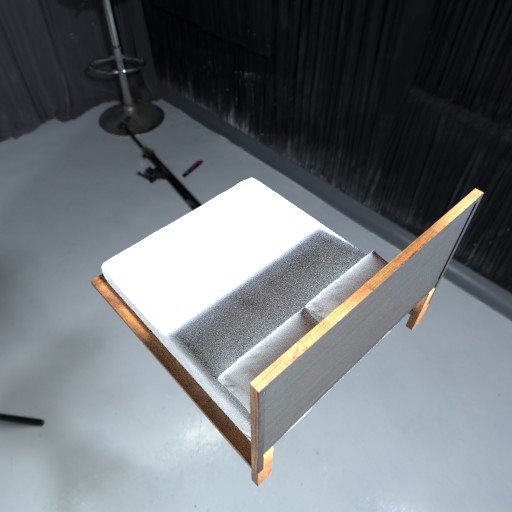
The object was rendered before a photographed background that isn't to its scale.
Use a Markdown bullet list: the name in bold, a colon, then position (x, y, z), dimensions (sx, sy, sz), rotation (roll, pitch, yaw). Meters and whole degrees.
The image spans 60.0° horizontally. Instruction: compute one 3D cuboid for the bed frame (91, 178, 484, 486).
- **bed frame**: position (0.000, 0.000, 3.581), dimensions (2.038, 1.537, 2.235), rotation (-35, 57, -27)
